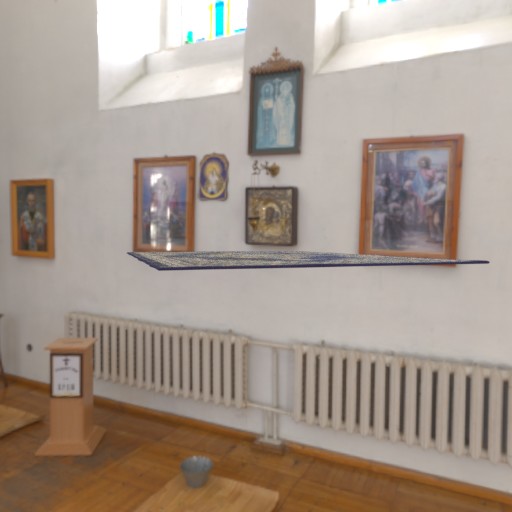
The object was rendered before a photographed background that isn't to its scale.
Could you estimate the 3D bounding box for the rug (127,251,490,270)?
[{"bbox_3d":[0.000,0.000,2.248,1.184,0.012,1.781,-1,2,-19],"label":"rug"}]
